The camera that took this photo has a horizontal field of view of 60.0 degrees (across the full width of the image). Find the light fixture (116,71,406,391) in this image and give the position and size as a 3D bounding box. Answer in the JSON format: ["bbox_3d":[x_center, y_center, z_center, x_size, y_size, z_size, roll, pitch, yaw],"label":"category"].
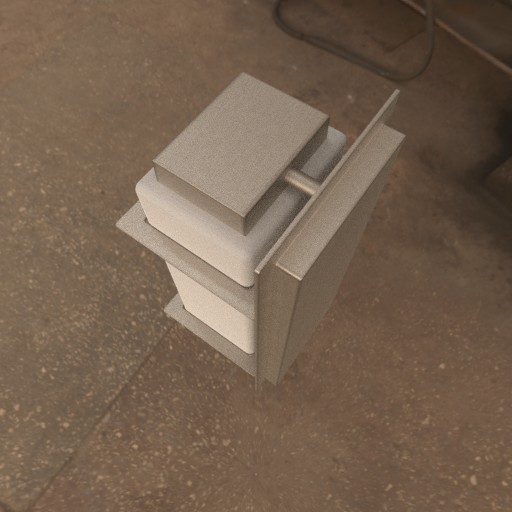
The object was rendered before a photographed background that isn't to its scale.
[{"bbox_3d":[0.000,0.000,0.457,0.160,0.380,0.168,33,68,15],"label":"light fixture"}]
